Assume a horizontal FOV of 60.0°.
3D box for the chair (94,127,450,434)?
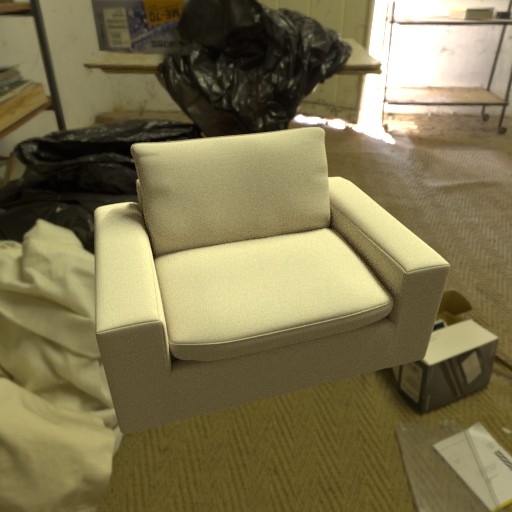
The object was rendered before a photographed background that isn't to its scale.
[{"bbox_3d":[0.000,0.000,2.051,1.398,0.915,1.039,-9,33,-15],"label":"chair"}]
